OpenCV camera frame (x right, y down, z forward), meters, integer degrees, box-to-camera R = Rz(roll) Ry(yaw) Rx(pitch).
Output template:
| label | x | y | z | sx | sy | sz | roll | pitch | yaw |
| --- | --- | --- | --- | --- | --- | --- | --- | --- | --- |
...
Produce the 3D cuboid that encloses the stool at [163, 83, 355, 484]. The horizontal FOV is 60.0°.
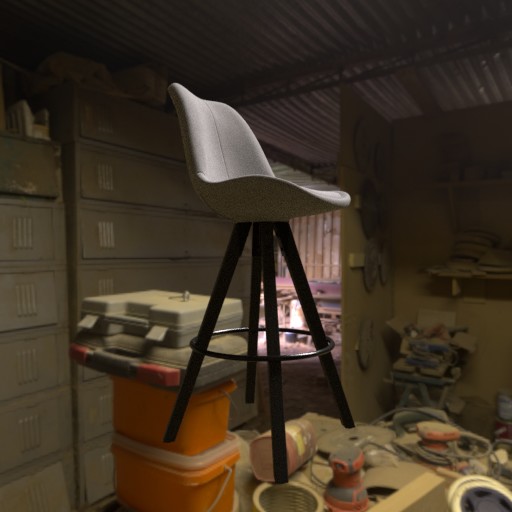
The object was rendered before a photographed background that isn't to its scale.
| label | x | y | z | sx | sy | sz | roll | pitch | yaw |
| --- | --- | --- | --- | --- | --- | --- | --- | --- | --- |
| stool | 0.000 | 0.000 | 1.402 | 0.550 | 1.115 | 0.485 | 0 | 1 | 35 |
